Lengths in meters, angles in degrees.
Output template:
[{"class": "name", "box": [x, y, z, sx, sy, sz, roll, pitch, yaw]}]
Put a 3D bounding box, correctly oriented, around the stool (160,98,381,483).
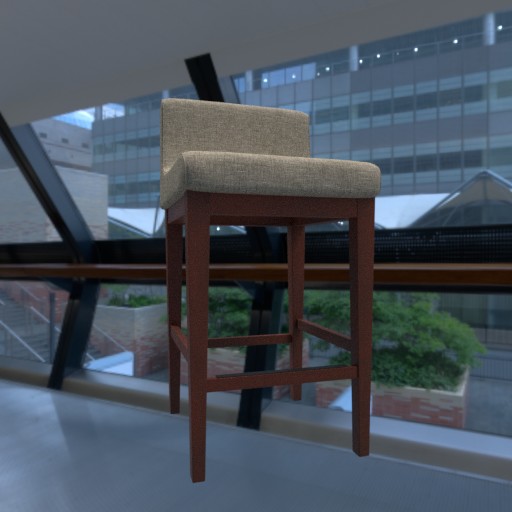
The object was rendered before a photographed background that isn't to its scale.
[{"class": "stool", "box": [0.000, 0.000, 1.064, 0.417, 0.835, 0.459, 0, 1, -17]}]
